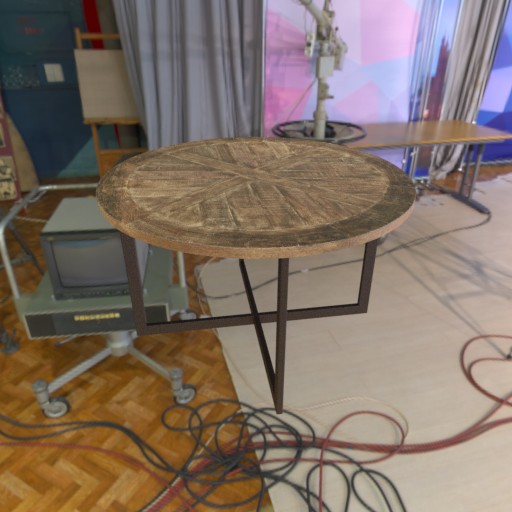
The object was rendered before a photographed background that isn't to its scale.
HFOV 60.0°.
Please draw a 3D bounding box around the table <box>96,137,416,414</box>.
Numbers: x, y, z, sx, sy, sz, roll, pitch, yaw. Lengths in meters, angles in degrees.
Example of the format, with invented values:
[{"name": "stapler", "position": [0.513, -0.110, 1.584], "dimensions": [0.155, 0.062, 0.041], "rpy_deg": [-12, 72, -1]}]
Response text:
[{"name": "table", "position": [0.000, 0.000, 2.019], "dimensions": [1.264, 0.762, 1.264], "rpy_deg": [0, 29, 0]}]
